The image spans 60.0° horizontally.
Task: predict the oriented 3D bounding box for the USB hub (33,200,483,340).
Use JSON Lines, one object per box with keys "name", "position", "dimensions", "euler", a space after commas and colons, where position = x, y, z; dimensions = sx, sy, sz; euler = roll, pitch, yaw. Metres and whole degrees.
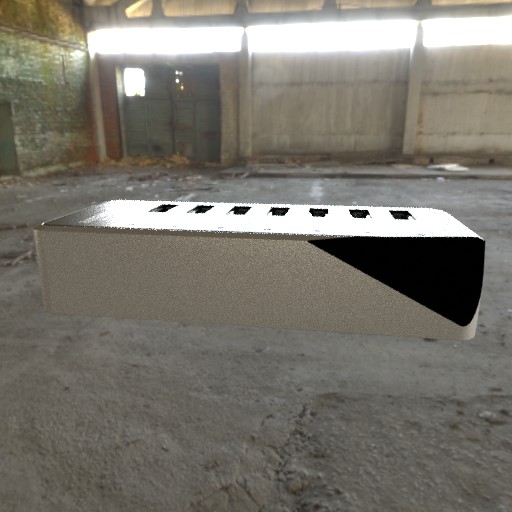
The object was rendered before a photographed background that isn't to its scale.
{"name": "USB hub", "position": [0.000, 0.000, 0.126], "dimensions": [0.110, 0.023, 0.044], "euler": [2, 16, 8]}
